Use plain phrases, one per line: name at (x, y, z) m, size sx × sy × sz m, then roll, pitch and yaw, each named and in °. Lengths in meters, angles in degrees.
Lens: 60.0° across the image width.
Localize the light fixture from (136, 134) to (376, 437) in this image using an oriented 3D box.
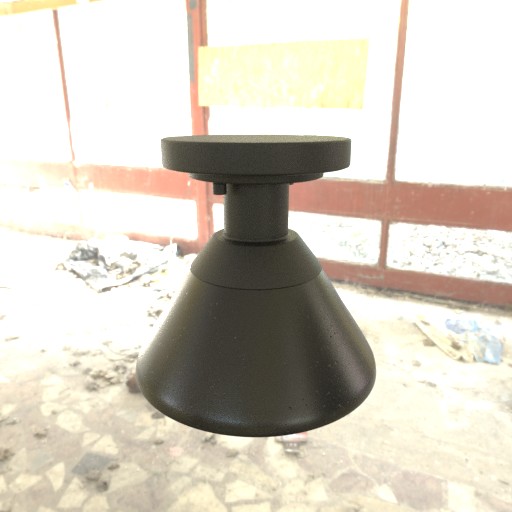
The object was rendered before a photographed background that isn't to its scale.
light fixture at (0.000, 0.000, 0.355) m, size 0.200 × 0.183 × 0.200 m, roll 0°, pitch 17°, yaw 0°
